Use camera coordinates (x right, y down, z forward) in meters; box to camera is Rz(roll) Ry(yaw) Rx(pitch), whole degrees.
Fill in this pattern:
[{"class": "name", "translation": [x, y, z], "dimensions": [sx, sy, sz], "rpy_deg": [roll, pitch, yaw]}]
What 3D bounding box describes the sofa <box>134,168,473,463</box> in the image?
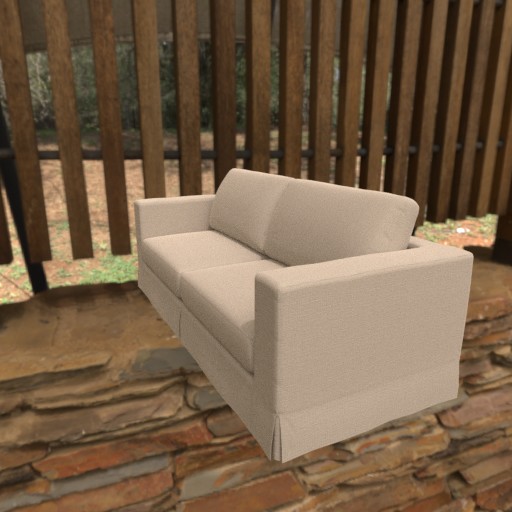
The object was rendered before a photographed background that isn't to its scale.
[{"class": "sofa", "translation": [0.000, 0.000, 2.577], "dimensions": [0.954, 0.881, 2.163], "rpy_deg": [-8, 17, -26]}]
